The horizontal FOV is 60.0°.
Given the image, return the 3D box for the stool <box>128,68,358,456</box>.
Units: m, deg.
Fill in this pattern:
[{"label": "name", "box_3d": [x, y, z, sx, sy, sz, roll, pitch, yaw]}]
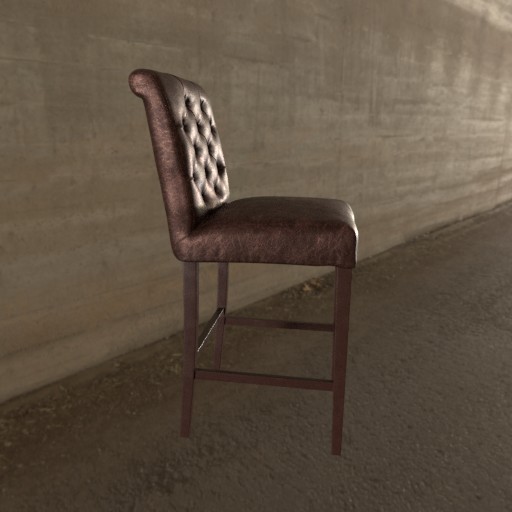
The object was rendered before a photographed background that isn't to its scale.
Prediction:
[{"label": "stool", "box_3d": [0.000, 0.000, 1.526, 0.659, 1.168, 0.483, 3, 16, 9]}]
